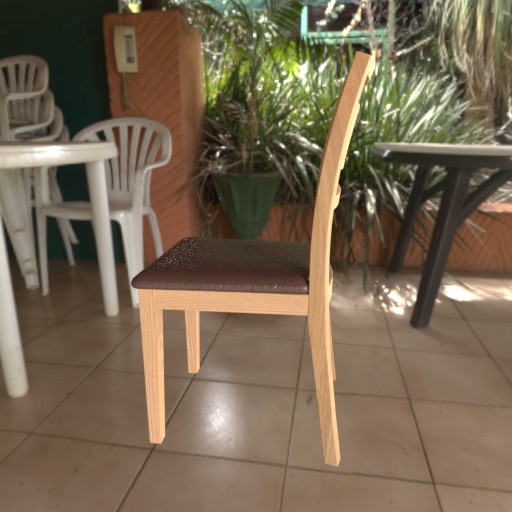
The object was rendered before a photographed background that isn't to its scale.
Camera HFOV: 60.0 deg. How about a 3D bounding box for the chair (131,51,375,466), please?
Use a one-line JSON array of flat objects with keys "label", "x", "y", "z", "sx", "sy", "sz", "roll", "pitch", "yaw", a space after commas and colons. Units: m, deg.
[{"label": "chair", "x": 0.000, "y": 0.000, "z": 1.189, "sx": 0.545, "sy": 0.940, "sz": 0.420, "roll": 2, "pitch": 16, "yaw": 8}]
